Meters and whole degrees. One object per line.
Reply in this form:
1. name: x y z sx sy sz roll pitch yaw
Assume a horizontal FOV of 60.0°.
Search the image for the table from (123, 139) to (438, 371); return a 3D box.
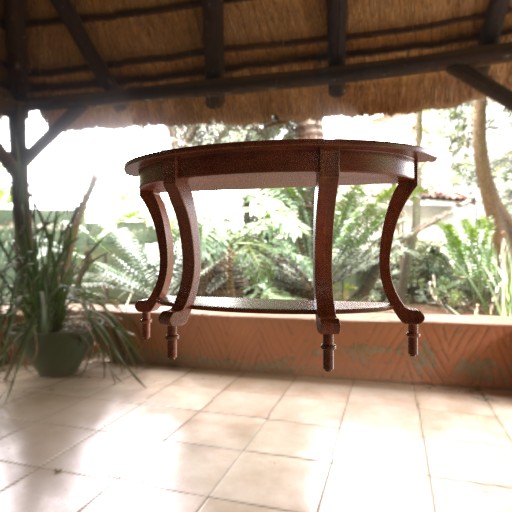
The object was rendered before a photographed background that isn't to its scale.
1. table: 0.000 0.000 1.536 1.198 0.699 0.394 0 1 16
